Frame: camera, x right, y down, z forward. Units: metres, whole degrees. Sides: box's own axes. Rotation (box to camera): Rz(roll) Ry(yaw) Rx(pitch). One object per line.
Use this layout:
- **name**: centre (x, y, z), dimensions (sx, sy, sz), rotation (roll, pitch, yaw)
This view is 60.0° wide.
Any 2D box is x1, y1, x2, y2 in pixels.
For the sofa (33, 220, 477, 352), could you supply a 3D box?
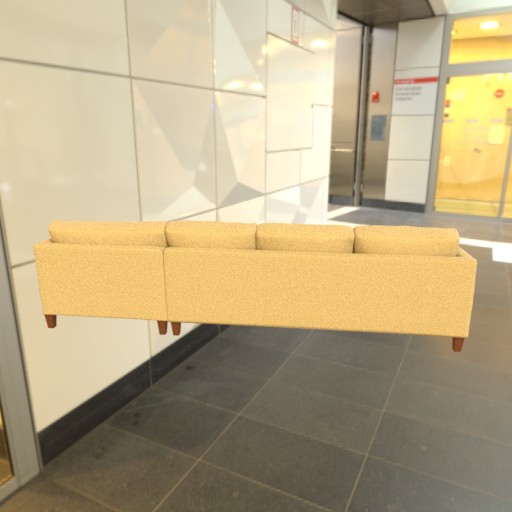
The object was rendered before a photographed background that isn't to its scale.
- **sofa**: centre (0.000, 0.000, 3.953), dimensions (3.186, 0.861, 1.625), rotation (2, 16, 7)
